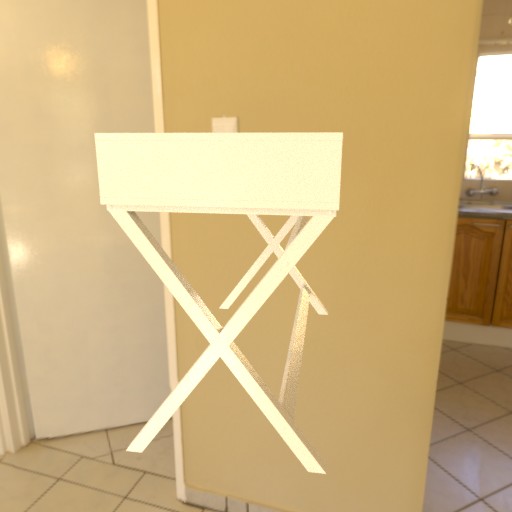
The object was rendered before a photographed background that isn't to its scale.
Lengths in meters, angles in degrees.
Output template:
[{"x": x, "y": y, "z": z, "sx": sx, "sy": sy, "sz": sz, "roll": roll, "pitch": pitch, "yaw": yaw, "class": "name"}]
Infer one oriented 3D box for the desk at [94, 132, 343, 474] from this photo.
[{"x": 0.000, "y": 0.000, "z": 1.479, "sx": 0.509, "sy": 0.780, "sz": 1.059, "roll": 2, "pitch": 15, "yaw": 9, "class": "desk"}]
